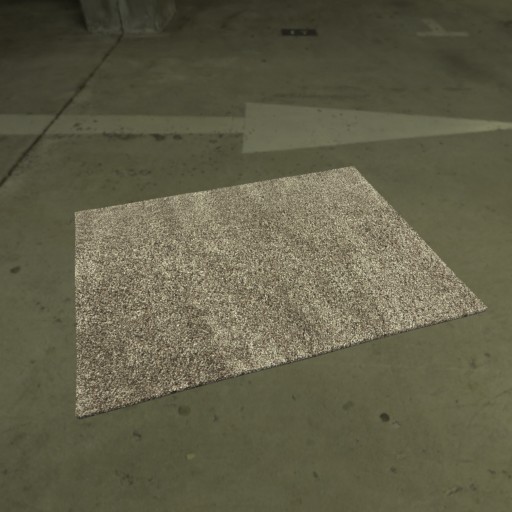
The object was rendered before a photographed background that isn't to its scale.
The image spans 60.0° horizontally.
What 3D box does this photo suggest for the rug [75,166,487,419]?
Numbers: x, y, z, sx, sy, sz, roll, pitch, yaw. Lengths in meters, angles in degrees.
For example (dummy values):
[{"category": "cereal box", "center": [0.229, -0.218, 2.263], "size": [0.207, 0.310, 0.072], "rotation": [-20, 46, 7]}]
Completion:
[{"category": "rug", "center": [0.000, 0.000, 2.056], "size": [1.601, 0.025, 1.198], "rotation": [-12, 42, -13]}]
